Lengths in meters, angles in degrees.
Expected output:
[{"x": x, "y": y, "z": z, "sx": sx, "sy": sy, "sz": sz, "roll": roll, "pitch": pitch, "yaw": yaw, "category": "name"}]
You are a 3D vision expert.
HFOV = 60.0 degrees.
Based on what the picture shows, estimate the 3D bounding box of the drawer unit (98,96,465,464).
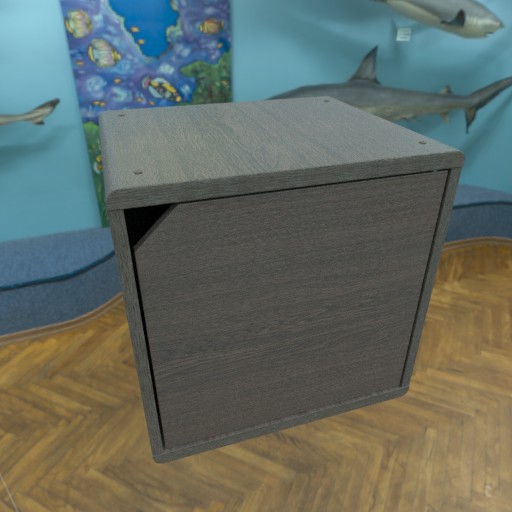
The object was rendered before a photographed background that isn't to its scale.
[{"x": 0.000, "y": 0.000, "z": 0.595, "sx": 0.344, "sy": 0.344, "sz": 0.290, "roll": -9, "pitch": 32, "yaw": -16, "category": "drawer unit"}]
